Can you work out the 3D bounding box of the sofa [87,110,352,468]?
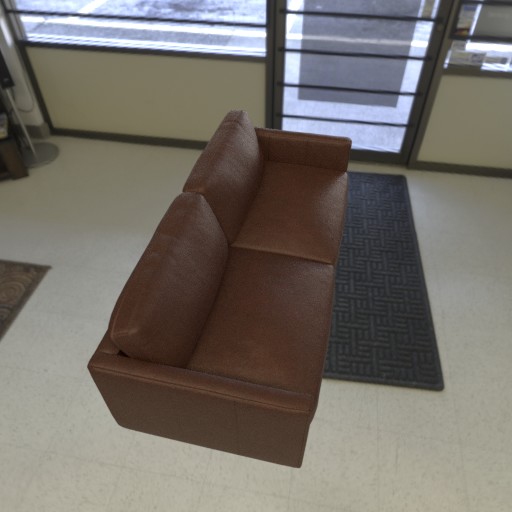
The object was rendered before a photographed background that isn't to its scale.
[{"bbox_3d":[0.000,0.000,2.486,0.923,0.863,1.971,9,46,9],"label":"sofa"}]
